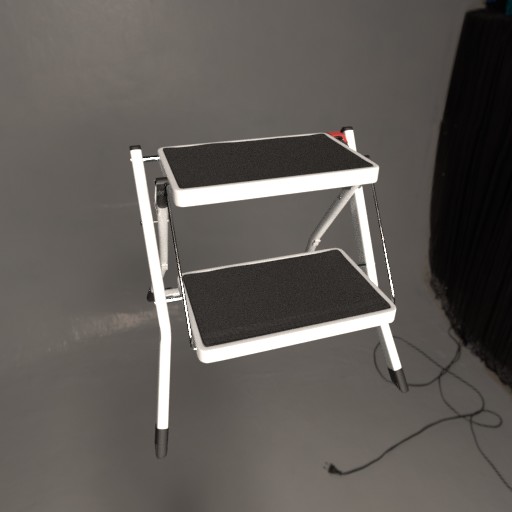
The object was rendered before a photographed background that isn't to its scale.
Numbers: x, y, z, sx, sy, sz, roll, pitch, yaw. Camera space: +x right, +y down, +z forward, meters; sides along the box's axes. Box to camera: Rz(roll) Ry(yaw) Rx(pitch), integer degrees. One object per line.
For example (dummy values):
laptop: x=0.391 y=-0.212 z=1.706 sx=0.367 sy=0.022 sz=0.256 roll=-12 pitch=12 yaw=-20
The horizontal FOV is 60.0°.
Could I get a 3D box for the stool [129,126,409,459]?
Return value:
stool: x=0.000 y=0.000 z=0.862 sx=0.485 sy=0.445 sz=0.490 roll=-9 pitch=32 yaw=-15
